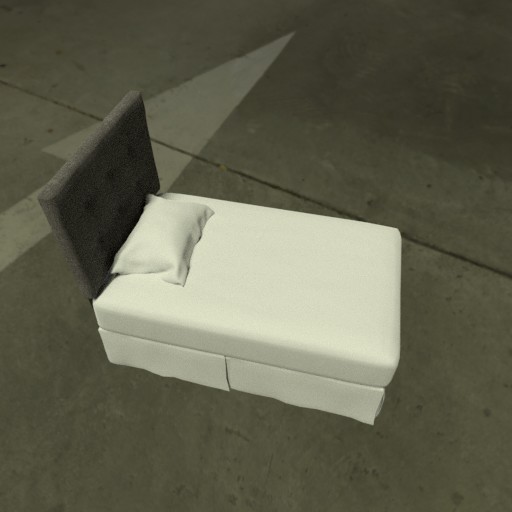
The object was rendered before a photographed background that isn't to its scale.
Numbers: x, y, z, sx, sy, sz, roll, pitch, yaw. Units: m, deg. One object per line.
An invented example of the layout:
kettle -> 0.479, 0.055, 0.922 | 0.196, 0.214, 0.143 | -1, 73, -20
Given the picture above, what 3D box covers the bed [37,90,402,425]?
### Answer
bed -> 0.000, 0.000, 2.969 | 1.997, 1.571, 1.261 | 10, 48, 9
